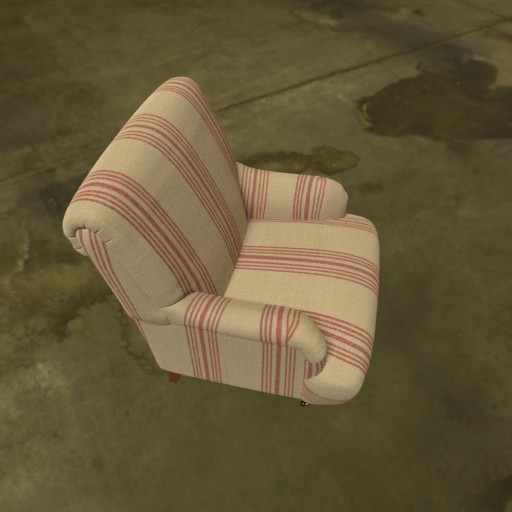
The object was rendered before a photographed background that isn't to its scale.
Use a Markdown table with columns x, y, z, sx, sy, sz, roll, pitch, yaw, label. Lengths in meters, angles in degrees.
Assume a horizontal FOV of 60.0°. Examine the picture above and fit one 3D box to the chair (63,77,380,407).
| x | y | z | sx | sy | sz | roll | pitch | yaw | label |
| --- | --- | --- | --- | --- | --- | --- | --- | --- | --- |
| 0.000 | 0.000 | 1.862 | 1.058 | 1.123 | 0.933 | 10 | 49 | 9 | chair |
